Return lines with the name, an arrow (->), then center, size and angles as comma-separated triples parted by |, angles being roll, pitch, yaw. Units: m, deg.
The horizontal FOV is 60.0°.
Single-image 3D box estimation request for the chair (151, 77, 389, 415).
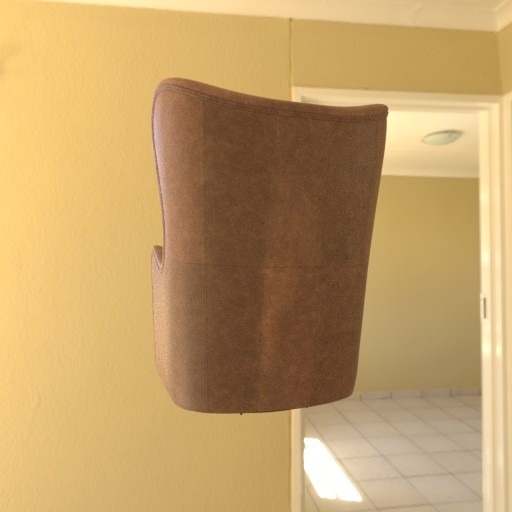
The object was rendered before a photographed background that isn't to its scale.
chair -> 0.000, 0.000, 1.743 | 0.831, 1.079, 0.930 | 0, -1, -18
